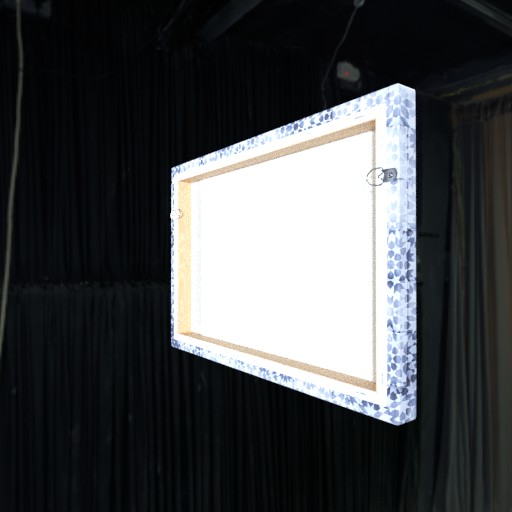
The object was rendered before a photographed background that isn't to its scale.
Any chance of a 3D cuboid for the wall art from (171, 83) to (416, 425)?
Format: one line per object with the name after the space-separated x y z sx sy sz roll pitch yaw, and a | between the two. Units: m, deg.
0.000 0.000 1.162 0.057 0.608 0.911 0 -1 -37 | wall art
